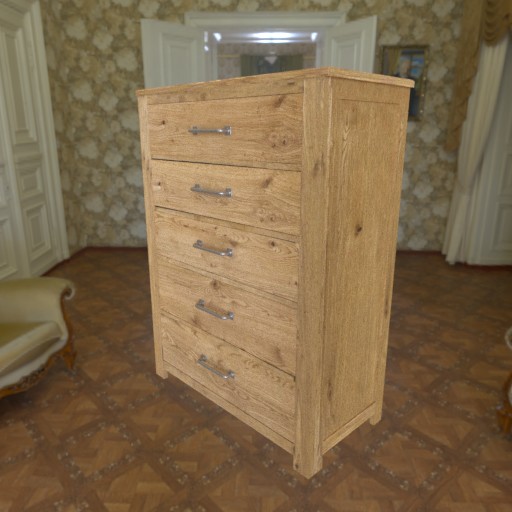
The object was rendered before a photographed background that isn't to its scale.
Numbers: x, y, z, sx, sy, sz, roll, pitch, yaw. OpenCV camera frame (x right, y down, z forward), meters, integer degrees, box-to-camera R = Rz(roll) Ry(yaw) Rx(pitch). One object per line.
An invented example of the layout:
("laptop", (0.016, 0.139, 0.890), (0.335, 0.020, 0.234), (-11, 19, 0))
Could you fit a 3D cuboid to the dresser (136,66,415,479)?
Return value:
("dresser", (0.000, 0.000, 1.983), (0.558, 1.431, 1.081), (-15, 21, -42))
